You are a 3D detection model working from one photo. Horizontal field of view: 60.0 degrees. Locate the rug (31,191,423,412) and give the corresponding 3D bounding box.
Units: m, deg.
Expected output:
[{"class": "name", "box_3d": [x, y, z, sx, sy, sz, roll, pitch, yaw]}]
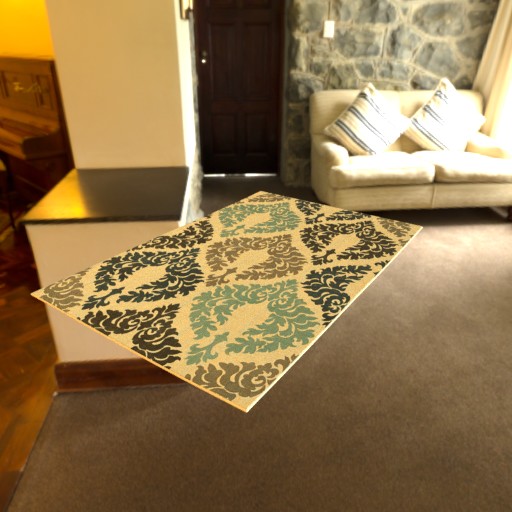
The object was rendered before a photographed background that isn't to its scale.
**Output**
[{"class": "rug", "box_3d": [0.000, 0.000, 2.926, 1.514, 0.014, 2.275, 17, 31, 31]}]
